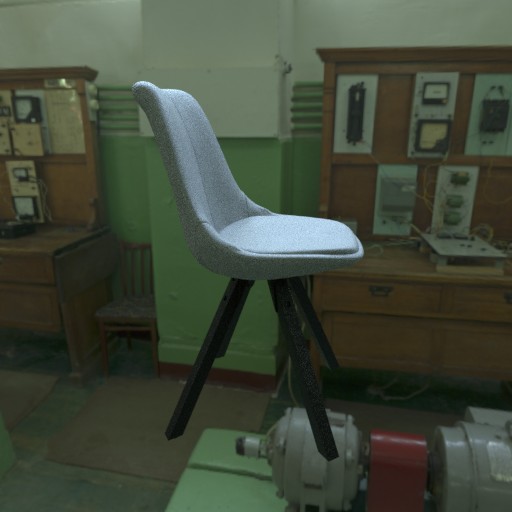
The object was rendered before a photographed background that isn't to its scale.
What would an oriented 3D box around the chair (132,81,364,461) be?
[{"bbox_3d":[0.000,0.000,1.172,0.550,0.850,0.485,3,16,9],"label":"chair"}]
